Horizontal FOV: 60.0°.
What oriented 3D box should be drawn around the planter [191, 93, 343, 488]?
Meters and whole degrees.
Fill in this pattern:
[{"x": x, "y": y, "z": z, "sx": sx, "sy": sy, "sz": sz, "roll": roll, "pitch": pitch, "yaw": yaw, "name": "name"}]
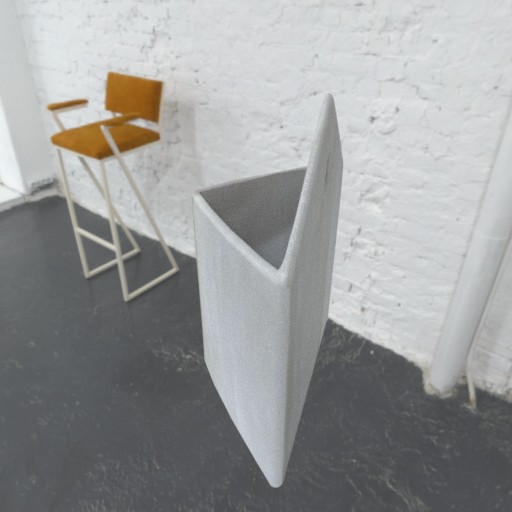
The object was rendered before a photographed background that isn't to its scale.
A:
[{"x": 0.000, "y": 0.000, "z": 0.271, "sx": 0.080, "sy": 0.194, "sz": 0.163, "roll": 9, "pitch": 32, "yaw": 15, "name": "planter"}]
